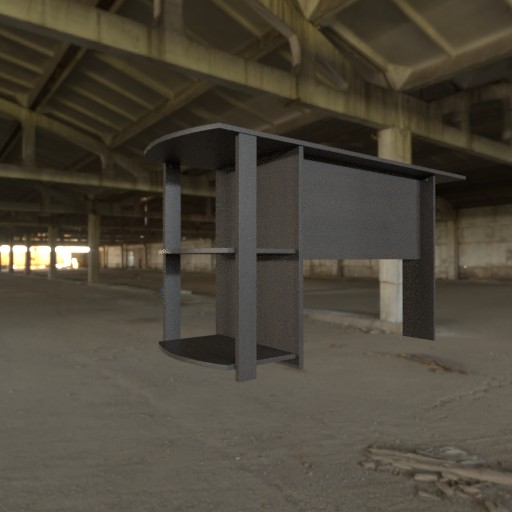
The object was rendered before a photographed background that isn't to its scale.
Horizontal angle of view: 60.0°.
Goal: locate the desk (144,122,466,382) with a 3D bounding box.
[{"bbox_3d":[0.000,0.000,2.086,1.361,0.716,1.303,0,0,-37],"label":"desk"}]
